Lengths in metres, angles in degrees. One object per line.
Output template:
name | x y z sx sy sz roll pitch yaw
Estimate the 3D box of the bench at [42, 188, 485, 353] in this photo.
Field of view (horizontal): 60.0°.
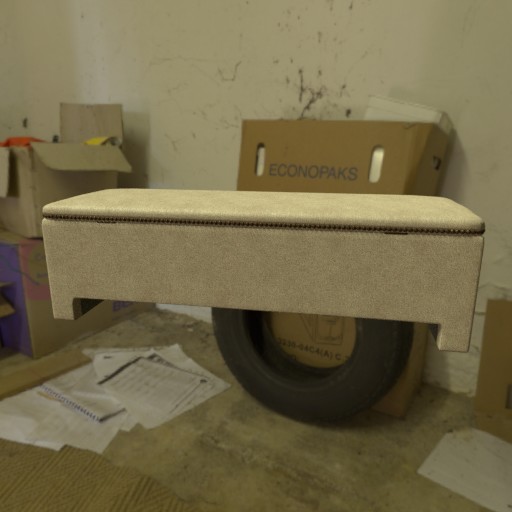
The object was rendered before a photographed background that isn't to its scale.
bench | 0.000 0.000 1.695 1.482 0.447 0.470 3 16 10
